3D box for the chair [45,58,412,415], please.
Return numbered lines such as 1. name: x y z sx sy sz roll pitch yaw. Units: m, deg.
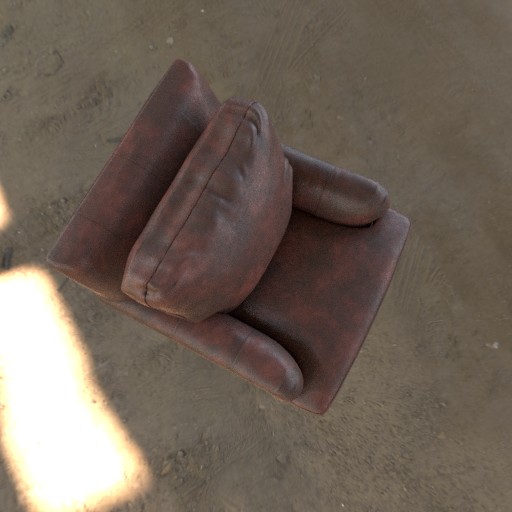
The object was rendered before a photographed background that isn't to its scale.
1. chair: 0.000 0.000 1.946 1.156 1.051 0.987 27 78 6
